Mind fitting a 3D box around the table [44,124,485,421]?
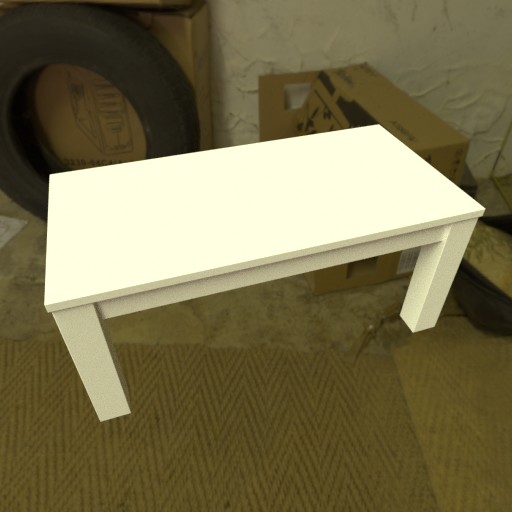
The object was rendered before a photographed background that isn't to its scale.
[{"bbox_3d":[0.000,0.000,2.288,1.800,0.790,0.900,-12,42,-14],"label":"table"}]
